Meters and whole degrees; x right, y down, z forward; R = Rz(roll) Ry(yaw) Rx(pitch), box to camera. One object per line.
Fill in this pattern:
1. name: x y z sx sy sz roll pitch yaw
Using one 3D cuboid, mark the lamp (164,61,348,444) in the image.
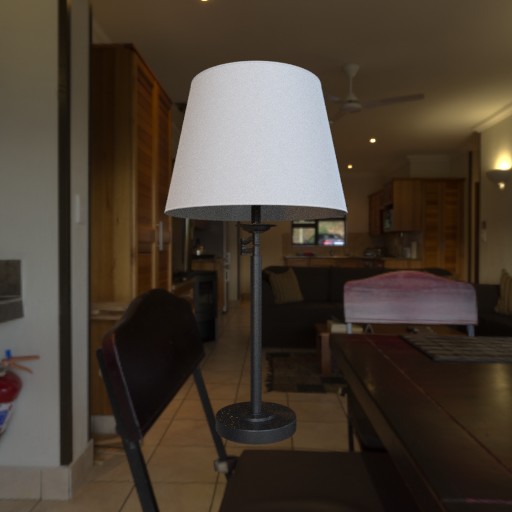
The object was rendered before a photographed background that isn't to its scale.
1. lamp: 0.000 0.000 0.898 0.363 0.696 0.363 0 0 0
